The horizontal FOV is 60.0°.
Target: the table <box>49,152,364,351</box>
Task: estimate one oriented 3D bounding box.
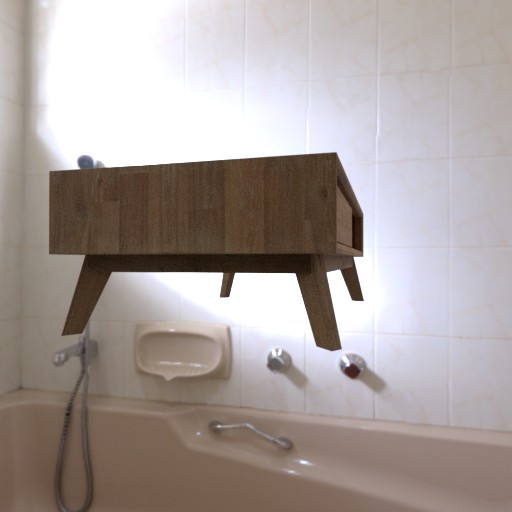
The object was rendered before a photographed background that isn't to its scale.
[{"bbox_3d":[0.000,0.000,2.063,0.918,0.531,1.619,0,-1,16],"label":"table"}]
